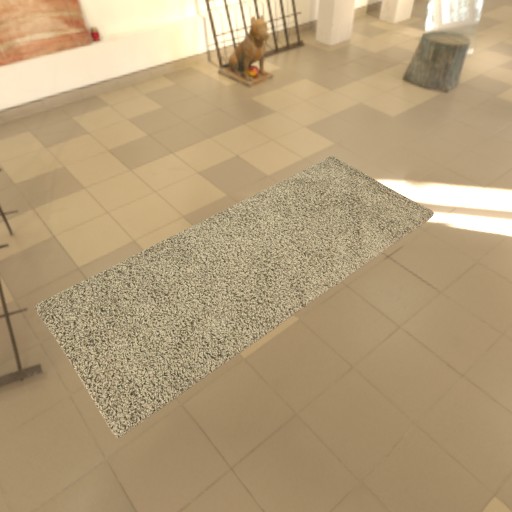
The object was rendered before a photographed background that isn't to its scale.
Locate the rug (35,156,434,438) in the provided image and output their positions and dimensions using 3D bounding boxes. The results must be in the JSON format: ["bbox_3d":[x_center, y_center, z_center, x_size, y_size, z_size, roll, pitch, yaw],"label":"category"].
[{"bbox_3d":[0.000,0.000,1.740,1.524,0.030,0.609,-30,52,-28],"label":"rug"}]
